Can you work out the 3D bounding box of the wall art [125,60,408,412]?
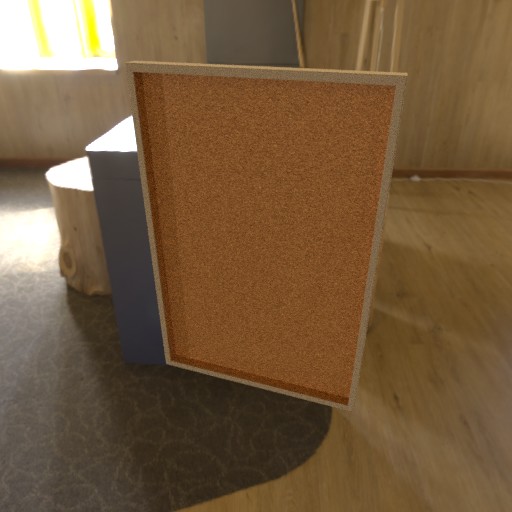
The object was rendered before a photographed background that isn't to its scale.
[{"bbox_3d":[0.000,0.000,1.159,0.610,0.914,0.038,10,32,16],"label":"wall art"}]
